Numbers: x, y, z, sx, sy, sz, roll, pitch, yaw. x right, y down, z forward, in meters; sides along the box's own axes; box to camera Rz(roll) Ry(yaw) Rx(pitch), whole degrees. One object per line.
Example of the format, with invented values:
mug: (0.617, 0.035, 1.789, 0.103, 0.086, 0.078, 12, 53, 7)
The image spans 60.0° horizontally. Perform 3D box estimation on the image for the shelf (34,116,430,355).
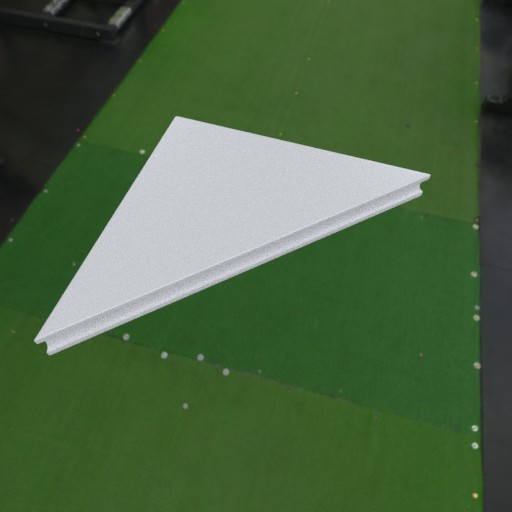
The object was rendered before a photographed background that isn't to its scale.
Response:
shelf: (0.000, 0.000, 0.434, 0.296, 0.035, 0.296, 15, 58, 10)
